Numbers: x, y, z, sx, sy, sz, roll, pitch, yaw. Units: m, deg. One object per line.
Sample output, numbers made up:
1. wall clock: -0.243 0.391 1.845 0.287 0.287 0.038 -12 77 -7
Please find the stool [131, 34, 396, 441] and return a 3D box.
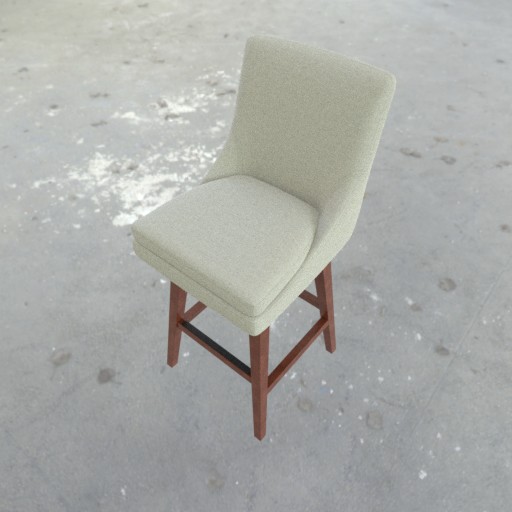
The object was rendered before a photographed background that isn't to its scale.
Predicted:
1. stool: 0.000 0.000 1.371 0.470 1.092 0.559 30 53 27
